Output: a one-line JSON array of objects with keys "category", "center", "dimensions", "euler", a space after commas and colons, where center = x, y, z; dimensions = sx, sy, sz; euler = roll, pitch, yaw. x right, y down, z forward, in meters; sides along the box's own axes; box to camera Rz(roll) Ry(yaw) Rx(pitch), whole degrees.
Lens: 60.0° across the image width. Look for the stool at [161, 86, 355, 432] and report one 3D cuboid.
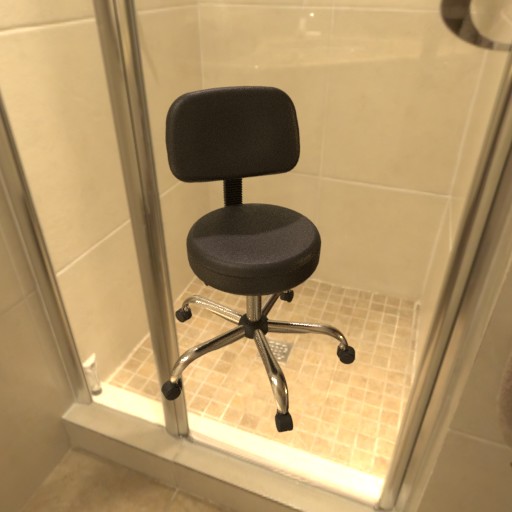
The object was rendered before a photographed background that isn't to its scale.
[{"category": "stool", "center": [0.000, 0.000, 1.336], "dimensions": [0.673, 0.862, 0.648], "euler": [-9, 34, -13]}]
